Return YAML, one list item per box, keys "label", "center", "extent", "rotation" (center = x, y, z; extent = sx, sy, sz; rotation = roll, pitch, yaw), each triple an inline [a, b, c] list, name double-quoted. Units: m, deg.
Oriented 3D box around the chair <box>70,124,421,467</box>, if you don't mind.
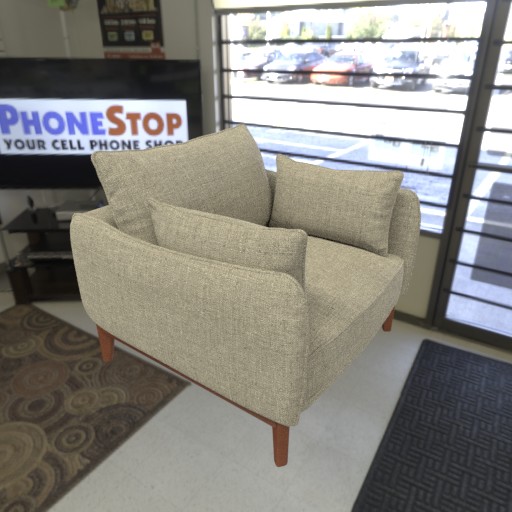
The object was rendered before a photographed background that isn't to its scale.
- label: "chair"
  center: [0.000, 0.000, 1.701]
  extent: [0.976, 0.839, 0.993]
  rotation: [18, 31, 32]
